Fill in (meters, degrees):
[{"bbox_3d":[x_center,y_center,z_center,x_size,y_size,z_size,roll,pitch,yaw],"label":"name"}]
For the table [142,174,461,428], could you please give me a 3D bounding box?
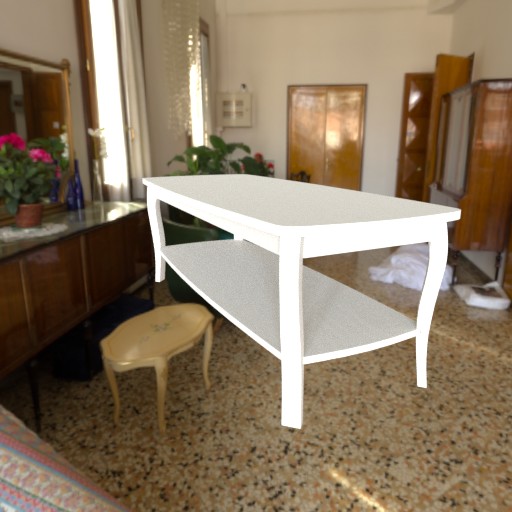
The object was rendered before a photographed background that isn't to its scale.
[{"bbox_3d":[0.000,0.000,1.581,0.561,0.474,1.334,-7,16,-25],"label":"table"}]
